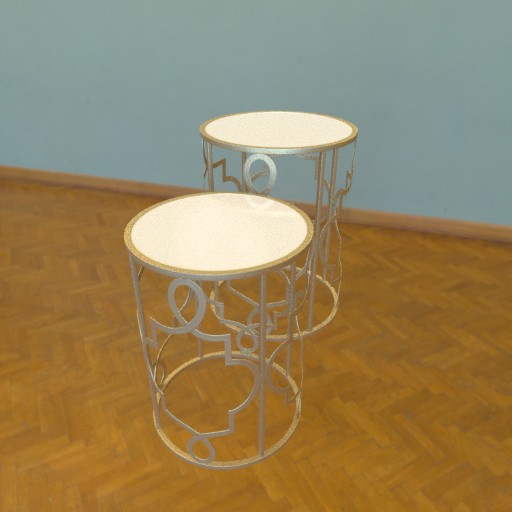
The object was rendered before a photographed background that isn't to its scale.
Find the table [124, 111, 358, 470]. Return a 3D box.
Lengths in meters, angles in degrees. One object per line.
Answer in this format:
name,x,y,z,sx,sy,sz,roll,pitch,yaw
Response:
table,0.000,0.000,1.150,0.420,0.564,0.846,8,31,14
